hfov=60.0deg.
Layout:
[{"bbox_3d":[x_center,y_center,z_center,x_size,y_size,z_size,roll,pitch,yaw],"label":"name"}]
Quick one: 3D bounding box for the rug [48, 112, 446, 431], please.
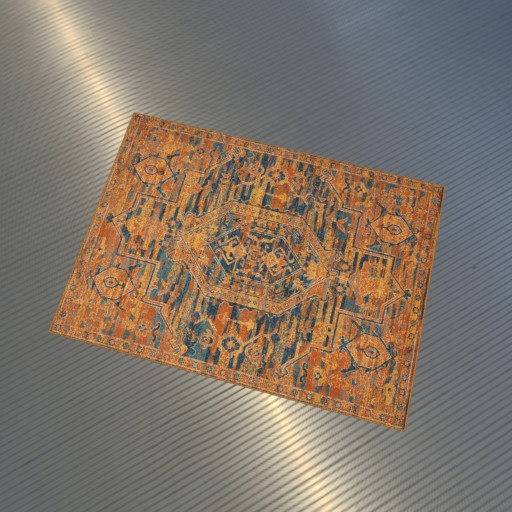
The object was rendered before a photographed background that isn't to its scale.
[{"bbox_3d":[0.000,0.000,2.831,2.204,0.024,1.588,14,75,4],"label":"rug"}]
